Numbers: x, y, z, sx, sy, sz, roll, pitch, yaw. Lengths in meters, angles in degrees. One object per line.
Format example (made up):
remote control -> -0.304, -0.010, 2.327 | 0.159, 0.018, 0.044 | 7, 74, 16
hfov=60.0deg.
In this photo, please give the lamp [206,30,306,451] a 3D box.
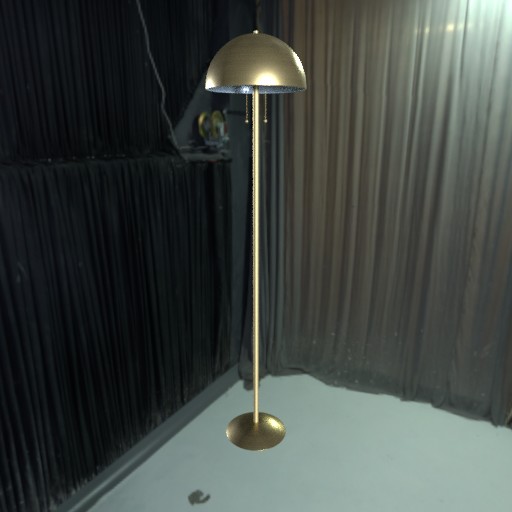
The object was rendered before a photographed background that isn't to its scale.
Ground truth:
lamp -> 0.000, 0.000, 1.606 | 0.328, 1.480, 0.328 | 8, 18, 25
